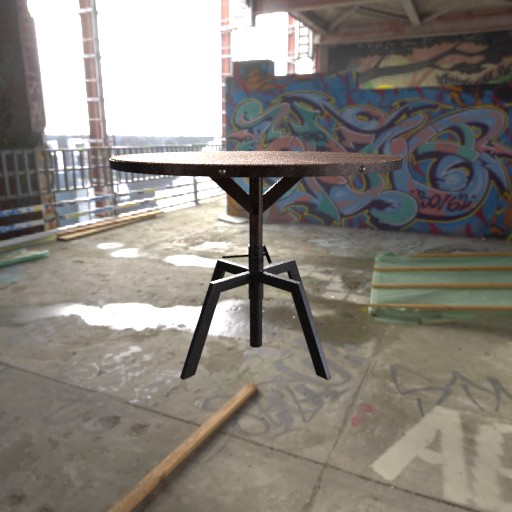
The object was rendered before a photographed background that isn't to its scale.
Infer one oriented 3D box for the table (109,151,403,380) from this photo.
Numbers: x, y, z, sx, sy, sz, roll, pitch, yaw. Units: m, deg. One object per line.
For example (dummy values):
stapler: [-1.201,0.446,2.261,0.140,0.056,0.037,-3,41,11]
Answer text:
table: [0.000,0.000,1.489,0.885,0.658,0.885,0,15,0]
